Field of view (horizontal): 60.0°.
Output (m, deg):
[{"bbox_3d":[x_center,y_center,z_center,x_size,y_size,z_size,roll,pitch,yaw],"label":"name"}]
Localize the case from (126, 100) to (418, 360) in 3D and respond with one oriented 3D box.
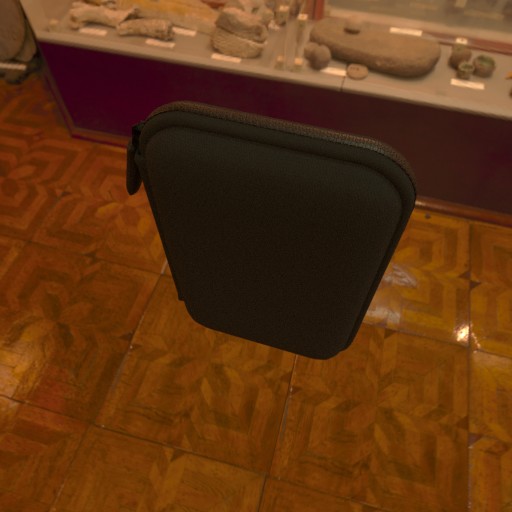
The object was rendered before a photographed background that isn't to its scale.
[{"bbox_3d":[0.000,0.000,0.195,0.107,0.147,0.030,14,57,10],"label":"case"}]
